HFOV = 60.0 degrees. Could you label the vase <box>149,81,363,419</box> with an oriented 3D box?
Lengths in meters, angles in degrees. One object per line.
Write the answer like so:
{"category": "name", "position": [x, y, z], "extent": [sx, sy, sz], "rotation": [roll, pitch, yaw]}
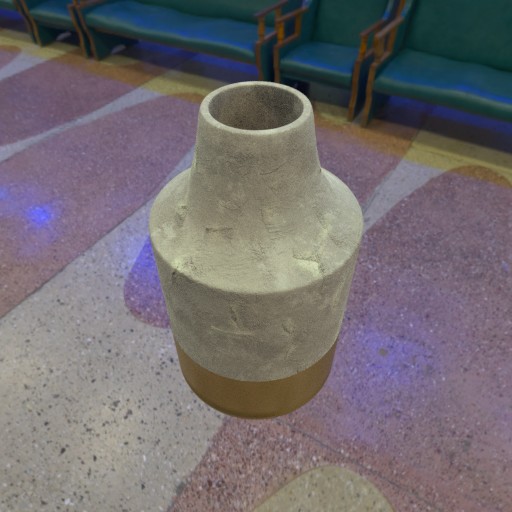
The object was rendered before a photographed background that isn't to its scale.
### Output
{"category": "vase", "position": [0.000, 0.000, 0.421], "extent": [0.184, 0.305, 0.184], "rotation": [0, 46, 0]}
